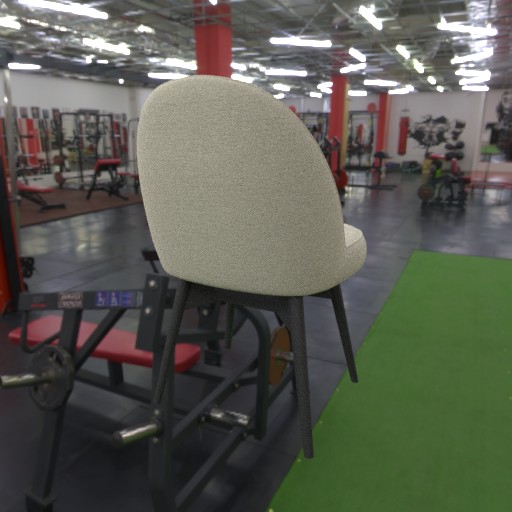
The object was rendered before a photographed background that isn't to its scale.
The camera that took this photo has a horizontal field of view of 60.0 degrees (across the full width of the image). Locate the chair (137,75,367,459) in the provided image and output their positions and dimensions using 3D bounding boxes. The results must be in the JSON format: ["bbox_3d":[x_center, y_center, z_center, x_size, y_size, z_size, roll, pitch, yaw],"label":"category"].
[{"bbox_3d":[0.000,0.000,1.172,0.532,0.838,0.540,8,17,27],"label":"chair"}]
